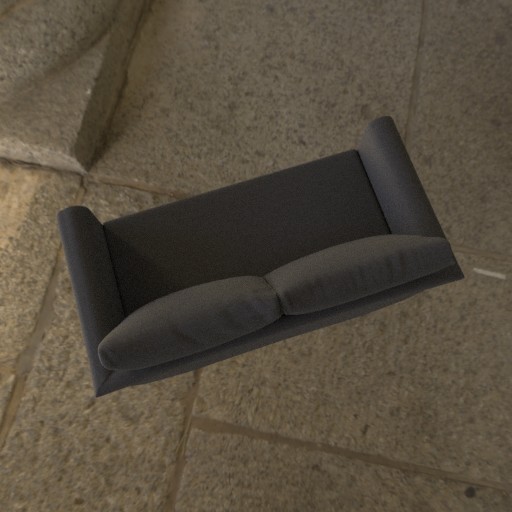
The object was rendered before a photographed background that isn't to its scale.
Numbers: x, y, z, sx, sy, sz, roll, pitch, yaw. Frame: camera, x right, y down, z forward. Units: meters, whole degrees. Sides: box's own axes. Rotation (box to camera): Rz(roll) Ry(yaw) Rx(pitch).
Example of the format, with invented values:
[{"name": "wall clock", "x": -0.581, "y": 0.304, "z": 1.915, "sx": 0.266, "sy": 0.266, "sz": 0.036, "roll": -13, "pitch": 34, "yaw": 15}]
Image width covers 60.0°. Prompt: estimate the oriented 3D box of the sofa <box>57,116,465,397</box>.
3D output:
[{"name": "sofa", "x": 0.000, "y": 0.000, "z": 1.911, "sx": 1.460, "sy": 0.872, "sz": 0.741, "roll": -17, "pitch": 76, "yaw": -4}]
